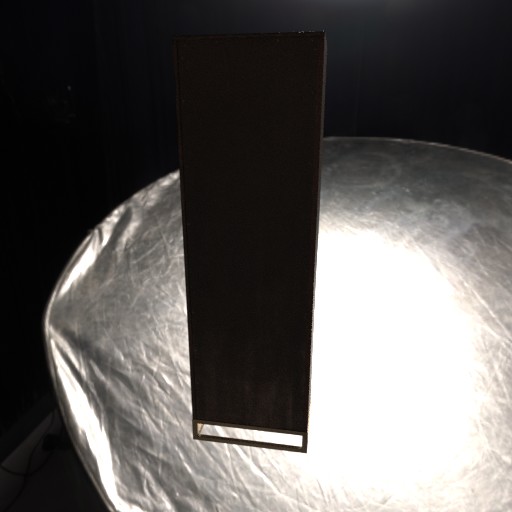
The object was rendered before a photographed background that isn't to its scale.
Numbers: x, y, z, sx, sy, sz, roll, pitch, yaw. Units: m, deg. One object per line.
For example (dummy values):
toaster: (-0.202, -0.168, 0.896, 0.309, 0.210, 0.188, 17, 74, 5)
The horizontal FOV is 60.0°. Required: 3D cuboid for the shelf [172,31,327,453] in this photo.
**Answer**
shelf: (0.000, 0.000, 1.972, 0.539, 1.732, 0.395, 3, 18, 9)
